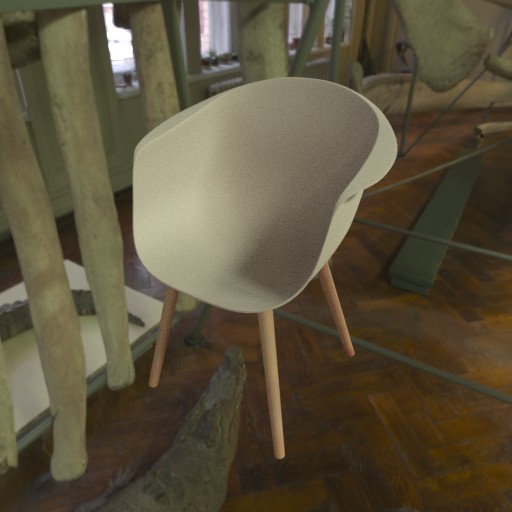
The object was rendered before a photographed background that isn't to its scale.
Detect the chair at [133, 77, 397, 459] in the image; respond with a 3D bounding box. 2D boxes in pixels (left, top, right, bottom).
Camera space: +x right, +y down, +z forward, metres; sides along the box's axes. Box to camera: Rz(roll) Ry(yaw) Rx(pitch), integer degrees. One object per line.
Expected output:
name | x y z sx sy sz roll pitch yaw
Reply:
chair | 0.000 0.000 1.128 0.593 0.781 0.504 18 36 27
